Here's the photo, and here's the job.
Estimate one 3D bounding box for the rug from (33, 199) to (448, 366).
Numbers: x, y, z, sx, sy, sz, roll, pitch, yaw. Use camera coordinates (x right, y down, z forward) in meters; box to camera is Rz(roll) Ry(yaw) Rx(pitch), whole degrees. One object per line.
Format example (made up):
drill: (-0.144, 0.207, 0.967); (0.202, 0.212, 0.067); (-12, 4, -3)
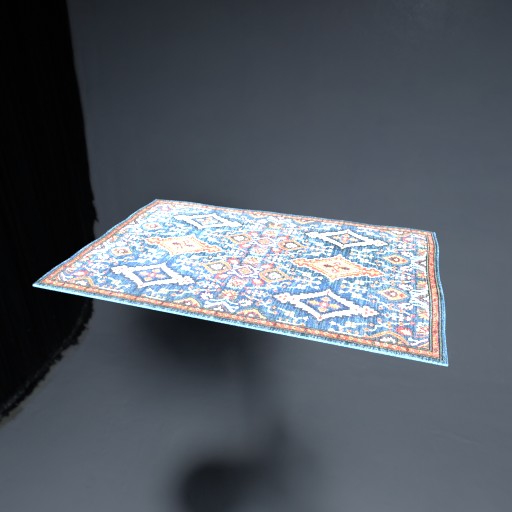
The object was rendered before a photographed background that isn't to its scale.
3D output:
rug: (0.000, 0.000, 2.343); (1.847, 0.014, 1.195); (8, 29, 15)
